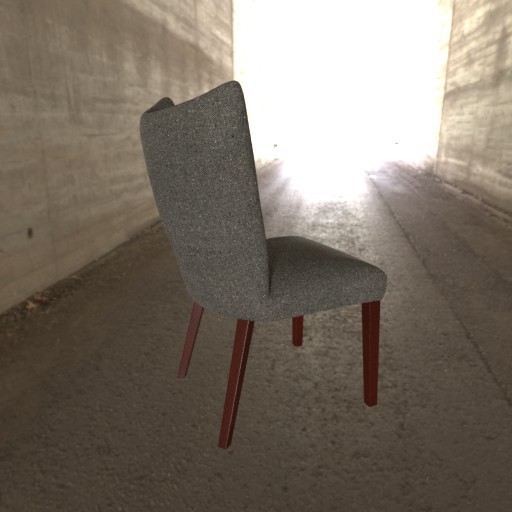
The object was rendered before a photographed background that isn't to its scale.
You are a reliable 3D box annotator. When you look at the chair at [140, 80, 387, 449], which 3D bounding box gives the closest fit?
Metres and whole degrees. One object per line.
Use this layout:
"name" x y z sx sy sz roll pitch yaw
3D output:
"chair" 0.000 0.000 1.329 0.623 0.924 0.535 -8 18 -25
